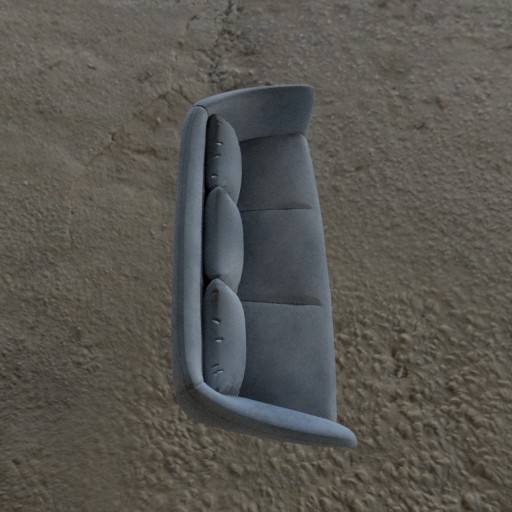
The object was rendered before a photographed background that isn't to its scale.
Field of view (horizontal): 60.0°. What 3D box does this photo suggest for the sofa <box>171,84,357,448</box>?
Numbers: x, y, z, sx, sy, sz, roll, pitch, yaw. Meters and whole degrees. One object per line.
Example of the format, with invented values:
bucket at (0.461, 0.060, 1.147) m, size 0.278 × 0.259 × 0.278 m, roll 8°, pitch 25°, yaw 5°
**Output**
sofa at (0.000, 0.000, 2.583) m, size 0.849 × 0.795 × 2.095 m, roll -2°, pitch 65°, yaw -1°
